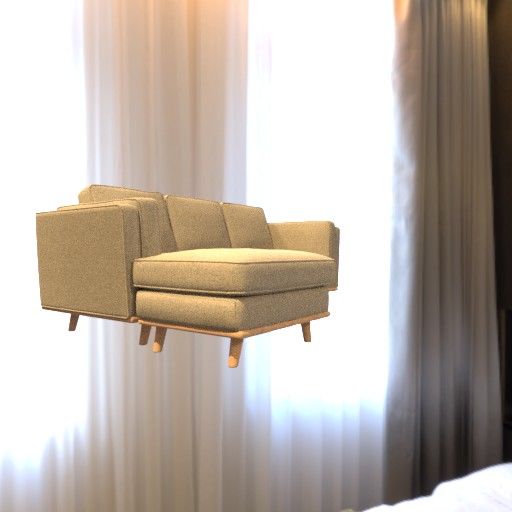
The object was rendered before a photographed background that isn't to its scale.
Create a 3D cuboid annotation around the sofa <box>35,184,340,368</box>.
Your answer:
[{"bbox_3d":[0.000,0.000,3.152,1.604,0.929,2.411,0,1,36],"label":"sofa"}]
